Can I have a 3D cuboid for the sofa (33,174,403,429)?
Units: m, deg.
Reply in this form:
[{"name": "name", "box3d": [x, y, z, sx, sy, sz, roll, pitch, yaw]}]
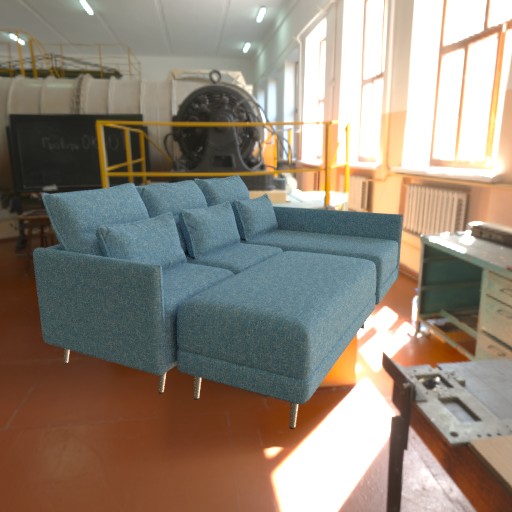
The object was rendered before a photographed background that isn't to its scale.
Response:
[{"name": "sofa", "box3d": [0.000, 0.000, 2.757, 1.420, 0.899, 2.034, 7, 15, 26]}]
